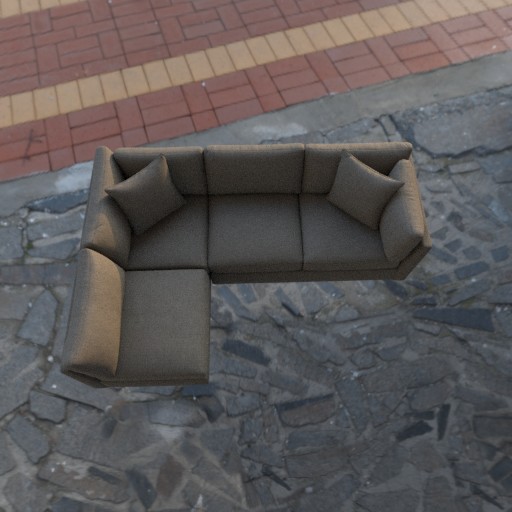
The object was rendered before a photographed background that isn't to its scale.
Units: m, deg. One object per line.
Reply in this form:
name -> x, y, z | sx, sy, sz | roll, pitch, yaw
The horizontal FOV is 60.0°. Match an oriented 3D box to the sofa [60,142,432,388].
sofa -> 0.000, 0.000, 3.802 | 2.896, 0.978, 1.994 | -1, 64, -1
